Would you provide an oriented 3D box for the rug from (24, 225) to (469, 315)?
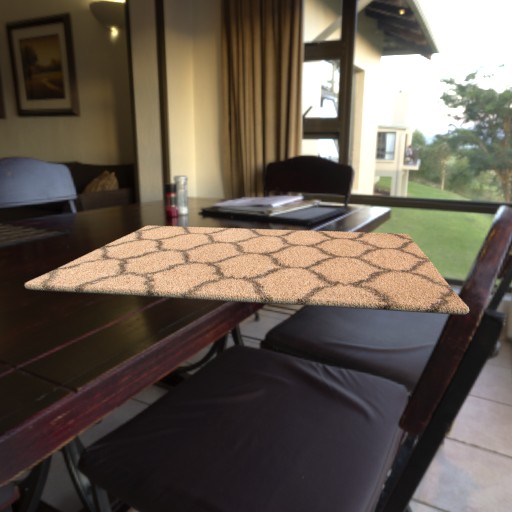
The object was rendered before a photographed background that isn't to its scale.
[{"bbox_3d":[0.000,0.000,2.130,1.600,0.025,1.200,2,15,9],"label":"rug"}]
